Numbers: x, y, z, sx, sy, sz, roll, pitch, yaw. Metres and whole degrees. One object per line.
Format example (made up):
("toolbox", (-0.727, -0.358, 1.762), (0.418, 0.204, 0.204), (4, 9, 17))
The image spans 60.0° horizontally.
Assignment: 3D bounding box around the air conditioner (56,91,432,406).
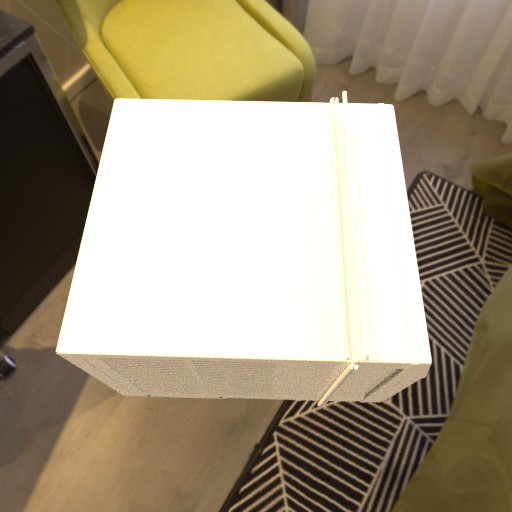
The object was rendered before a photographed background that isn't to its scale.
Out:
("air conditioner", (0.000, 0.000, 0.864), (0.546, 0.388, 0.503), (1, 63, 1))
